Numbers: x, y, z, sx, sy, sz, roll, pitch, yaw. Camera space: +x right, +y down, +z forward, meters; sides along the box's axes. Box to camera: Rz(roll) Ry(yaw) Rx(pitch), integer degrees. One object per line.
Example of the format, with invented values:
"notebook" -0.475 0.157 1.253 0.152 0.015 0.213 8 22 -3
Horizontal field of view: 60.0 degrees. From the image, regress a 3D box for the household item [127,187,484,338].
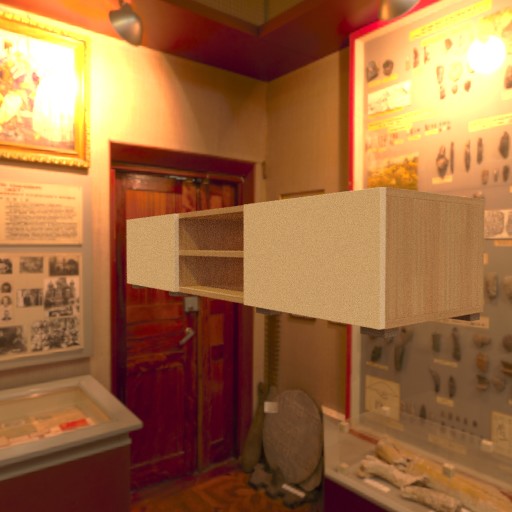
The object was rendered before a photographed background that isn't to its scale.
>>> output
"household item" 0.000 0.000 1.577 0.420 0.310 1.400 -1 2 -37
